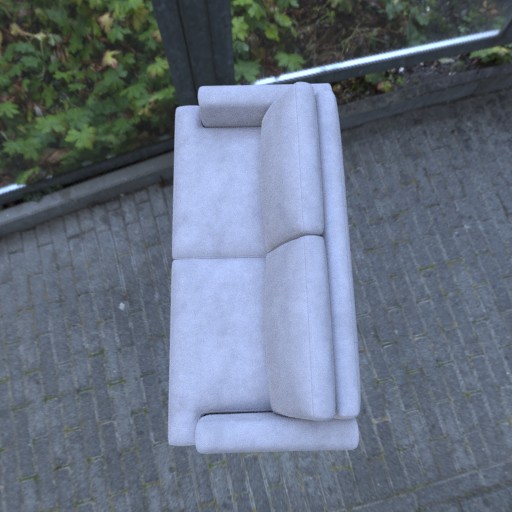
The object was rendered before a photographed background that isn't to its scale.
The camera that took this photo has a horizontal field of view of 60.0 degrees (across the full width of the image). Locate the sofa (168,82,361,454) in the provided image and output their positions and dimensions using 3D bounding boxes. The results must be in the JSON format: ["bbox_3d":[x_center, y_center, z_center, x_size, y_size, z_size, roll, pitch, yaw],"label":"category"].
[{"bbox_3d":[0.000,0.000,2.495,0.980,0.830,2.013,-1,75,0],"label":"sofa"}]
